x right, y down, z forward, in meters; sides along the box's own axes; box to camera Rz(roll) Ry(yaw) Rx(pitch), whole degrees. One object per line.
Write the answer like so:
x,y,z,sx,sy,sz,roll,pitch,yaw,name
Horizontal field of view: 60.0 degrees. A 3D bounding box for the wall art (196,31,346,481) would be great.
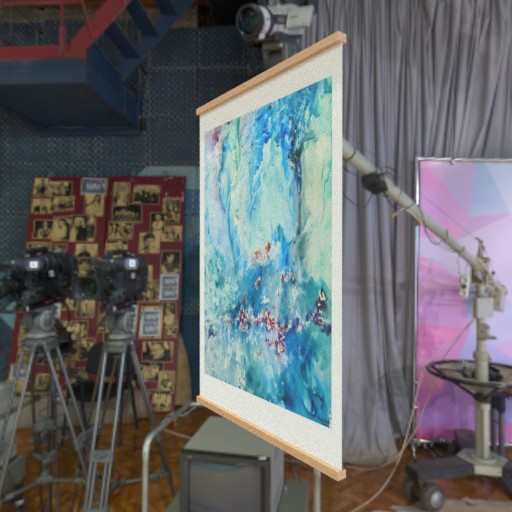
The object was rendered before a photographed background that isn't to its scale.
0.000,0.000,0.769,0.016,0.611,0.401,0,0,-36,wall art
